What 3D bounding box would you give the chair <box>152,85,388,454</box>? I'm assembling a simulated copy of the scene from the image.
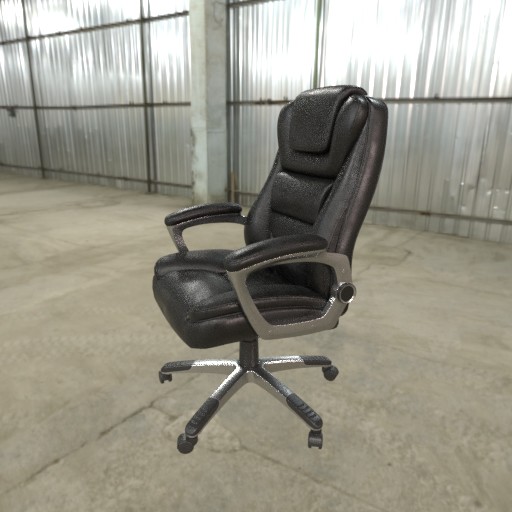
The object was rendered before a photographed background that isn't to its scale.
[{"bbox_3d":[0.000,0.000,1.469,0.689,1.075,0.697,-8,19,-25],"label":"chair"}]
